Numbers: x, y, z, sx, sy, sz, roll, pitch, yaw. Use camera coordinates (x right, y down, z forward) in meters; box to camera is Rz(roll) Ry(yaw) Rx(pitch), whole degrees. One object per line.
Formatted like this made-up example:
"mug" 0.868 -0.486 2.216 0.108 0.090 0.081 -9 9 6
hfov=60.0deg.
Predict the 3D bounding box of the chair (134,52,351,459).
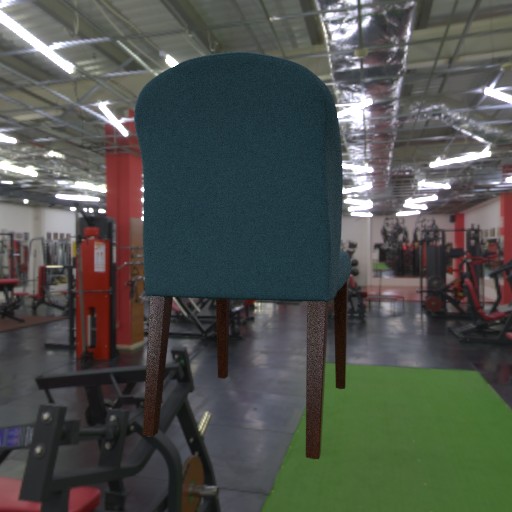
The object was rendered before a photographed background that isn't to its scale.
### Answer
"chair" 0.000 0.000 1.254 0.507 0.879 0.620 0 0 17
